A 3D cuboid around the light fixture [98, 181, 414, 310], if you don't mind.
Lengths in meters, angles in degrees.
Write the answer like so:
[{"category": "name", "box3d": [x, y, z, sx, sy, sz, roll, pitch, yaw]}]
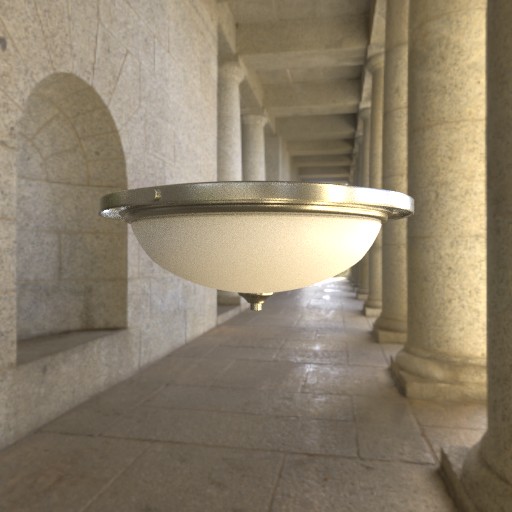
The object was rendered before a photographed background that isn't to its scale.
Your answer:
[{"category": "light fixture", "box3d": [0.000, 0.000, 0.537, 0.361, 0.130, 0.361, 0, 0, 0]}]
